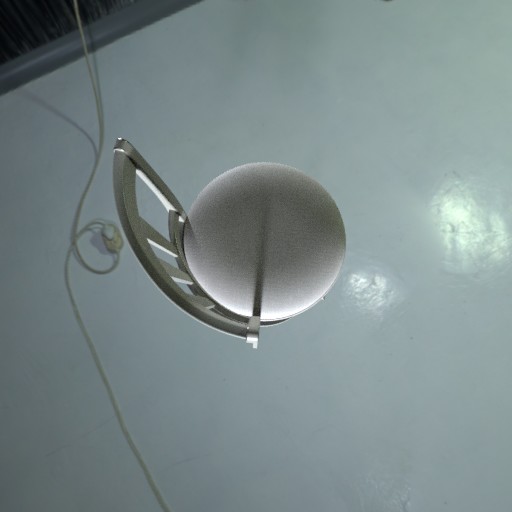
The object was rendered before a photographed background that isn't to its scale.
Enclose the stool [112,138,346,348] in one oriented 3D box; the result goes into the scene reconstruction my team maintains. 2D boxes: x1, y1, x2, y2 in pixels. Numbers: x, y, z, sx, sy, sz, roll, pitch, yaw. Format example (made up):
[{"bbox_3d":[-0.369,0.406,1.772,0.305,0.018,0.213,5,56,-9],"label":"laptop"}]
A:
[{"bbox_3d":[0.000,0.000,1.264,0.475,1.042,0.436,-35,79,-8],"label":"stool"}]
